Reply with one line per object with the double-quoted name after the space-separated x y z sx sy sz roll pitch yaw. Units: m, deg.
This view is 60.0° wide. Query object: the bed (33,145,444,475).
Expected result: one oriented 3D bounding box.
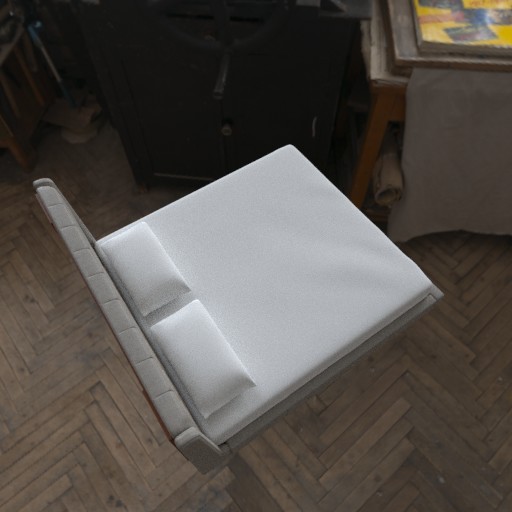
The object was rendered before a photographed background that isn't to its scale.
0.000 0.000 3.454 2.342 1.289 2.062 -30 63 -17 "bed"
